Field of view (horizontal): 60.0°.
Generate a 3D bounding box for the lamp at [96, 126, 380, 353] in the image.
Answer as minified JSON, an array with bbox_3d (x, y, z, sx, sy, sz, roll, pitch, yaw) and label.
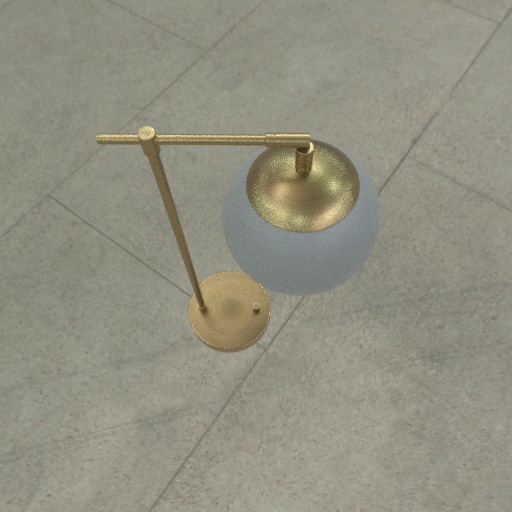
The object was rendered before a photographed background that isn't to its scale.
[{"bbox_3d":[0.000,0.000,0.695,0.324,0.559,0.207,0,64,0],"label":"lamp"}]
